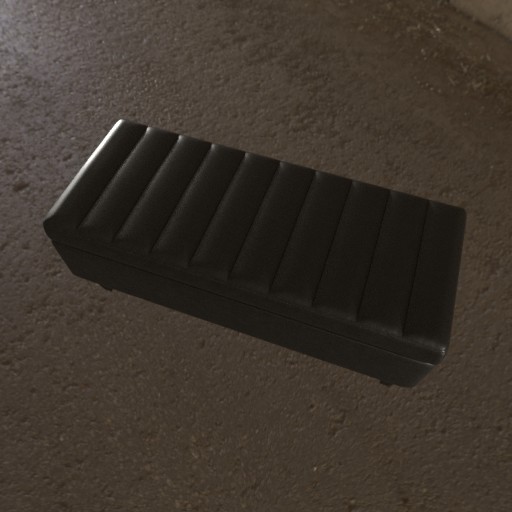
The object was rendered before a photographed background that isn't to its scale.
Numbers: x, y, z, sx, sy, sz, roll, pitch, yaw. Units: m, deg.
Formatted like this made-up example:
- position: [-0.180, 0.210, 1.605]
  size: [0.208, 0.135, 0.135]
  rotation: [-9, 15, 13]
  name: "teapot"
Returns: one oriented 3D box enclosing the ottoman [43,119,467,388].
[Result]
- position: [0.000, 0.000, 1.443]
  size: [1.151, 0.469, 0.482]
  rotation: [17, 60, 10]
  name: "ottoman"
